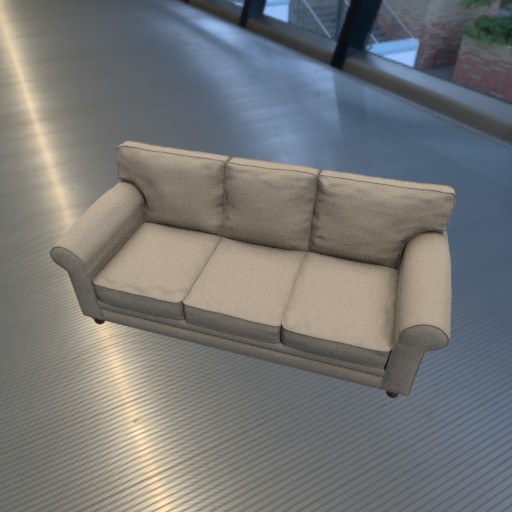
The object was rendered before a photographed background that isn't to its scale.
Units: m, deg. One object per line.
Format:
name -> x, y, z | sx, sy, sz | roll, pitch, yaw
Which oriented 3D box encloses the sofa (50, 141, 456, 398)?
sofa -> 0.000, 0.000, 2.633 | 2.118, 0.889, 0.998 | 11, 40, 13
